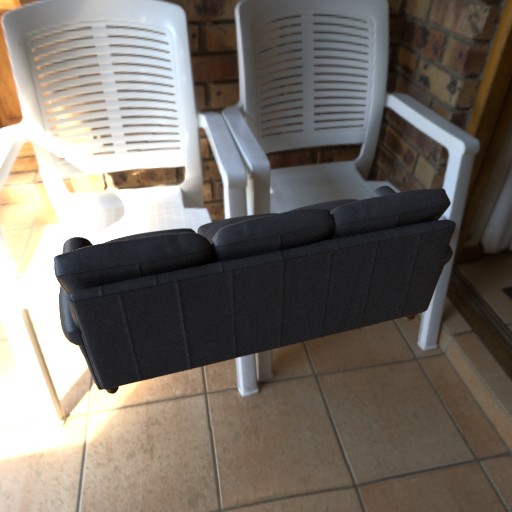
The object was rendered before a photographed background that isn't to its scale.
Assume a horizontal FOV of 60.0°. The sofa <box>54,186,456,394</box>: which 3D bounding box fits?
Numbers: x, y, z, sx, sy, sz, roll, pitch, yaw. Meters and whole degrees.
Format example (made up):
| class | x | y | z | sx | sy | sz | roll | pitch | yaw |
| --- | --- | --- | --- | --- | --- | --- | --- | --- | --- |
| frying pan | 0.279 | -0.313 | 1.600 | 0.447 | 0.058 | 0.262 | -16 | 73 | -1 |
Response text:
| class | x | y | z | sx | sy | sz | roll | pitch | yaw |
| --- | --- | --- | --- | --- | --- | --- | --- | --- | --- |
| sofa | 0.000 | 0.000 | 2.900 | 2.387 | 0.977 | 0.974 | -11 | 40 | -13 |
